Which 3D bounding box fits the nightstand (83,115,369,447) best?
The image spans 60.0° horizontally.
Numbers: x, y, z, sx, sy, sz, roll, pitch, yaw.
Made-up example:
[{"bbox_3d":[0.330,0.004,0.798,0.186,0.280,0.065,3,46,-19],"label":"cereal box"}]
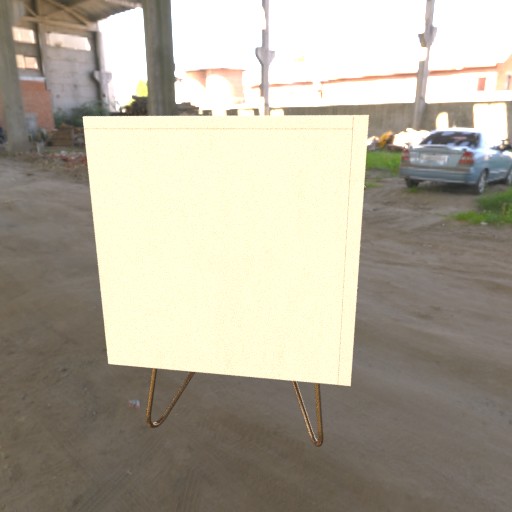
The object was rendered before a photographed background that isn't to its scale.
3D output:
[{"bbox_3d":[0.000,0.000,1.025,0.447,0.604,0.614,3,16,9],"label":"nightstand"}]
